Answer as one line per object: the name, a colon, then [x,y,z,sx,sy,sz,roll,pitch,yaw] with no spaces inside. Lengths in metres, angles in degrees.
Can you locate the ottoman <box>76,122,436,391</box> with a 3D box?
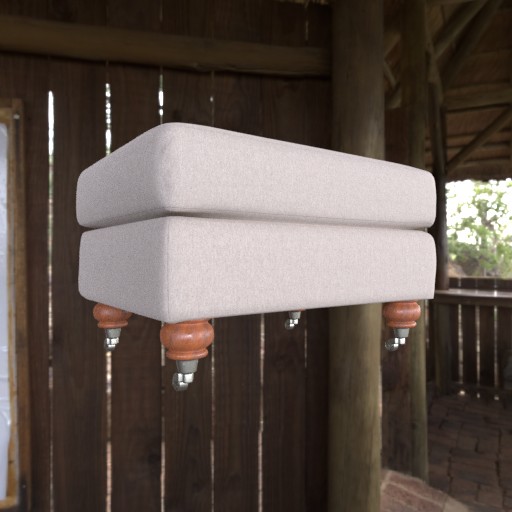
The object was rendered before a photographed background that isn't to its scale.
ottoman: [0.000,0.000,1.135,0.773,0.497,0.574,0,0,-35]
